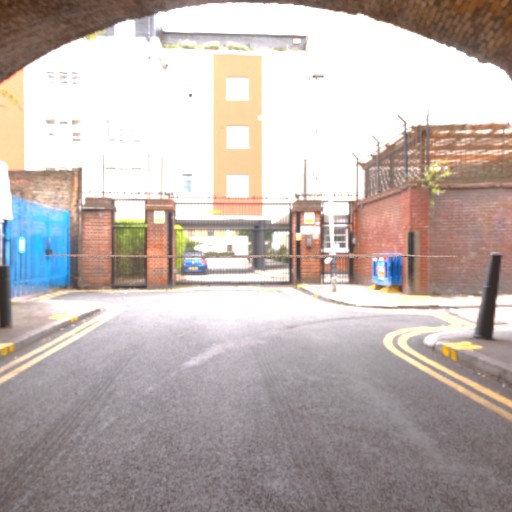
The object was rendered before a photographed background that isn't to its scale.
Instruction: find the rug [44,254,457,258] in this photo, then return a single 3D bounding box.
[{"bbox_3d":[0.000,0.000,4.153,3.054,0.030,2.430,0,0,35],"label":"rug"}]
